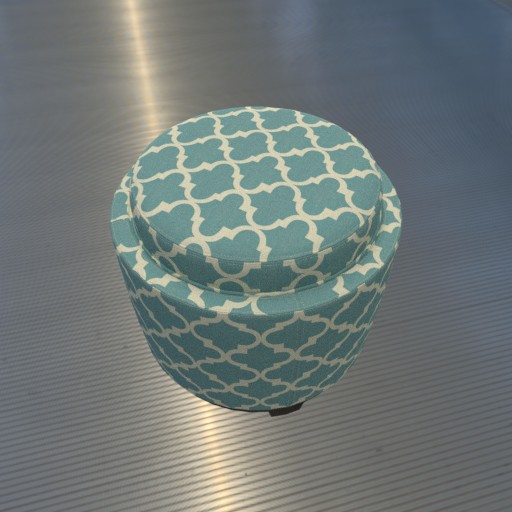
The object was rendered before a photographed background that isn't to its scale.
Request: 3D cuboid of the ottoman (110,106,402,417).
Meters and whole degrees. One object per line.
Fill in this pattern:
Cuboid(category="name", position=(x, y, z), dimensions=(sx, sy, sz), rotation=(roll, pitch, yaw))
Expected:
Cuboid(category="ottoman", position=(0.000, 0.000, 0.836), dimensions=(0.480, 0.429, 0.480), rotation=(0, 48, 0))
